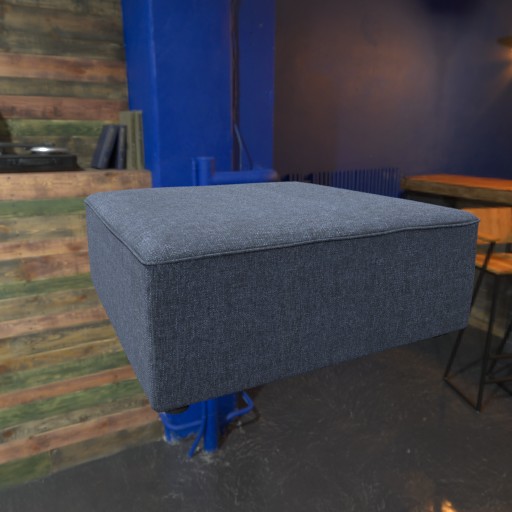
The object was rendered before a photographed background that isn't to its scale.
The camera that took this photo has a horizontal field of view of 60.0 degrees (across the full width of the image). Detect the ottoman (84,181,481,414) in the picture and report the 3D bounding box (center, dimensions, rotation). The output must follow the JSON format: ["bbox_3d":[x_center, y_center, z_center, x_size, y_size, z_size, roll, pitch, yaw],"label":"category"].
[{"bbox_3d":[0.000,0.000,1.553,1.017,0.423,1.023,-7,17,-25],"label":"ottoman"}]
